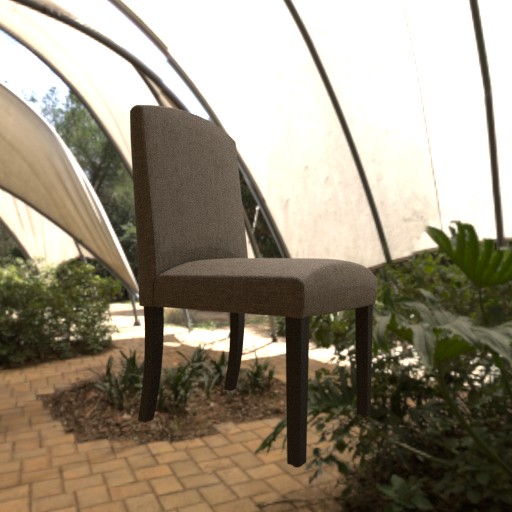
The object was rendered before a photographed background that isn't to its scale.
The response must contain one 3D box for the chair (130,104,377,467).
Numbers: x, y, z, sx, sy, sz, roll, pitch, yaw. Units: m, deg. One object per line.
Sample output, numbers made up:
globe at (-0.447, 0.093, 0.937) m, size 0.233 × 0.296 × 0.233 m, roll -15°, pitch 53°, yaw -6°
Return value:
chair at (0.000, 0.000, 1.263) m, size 0.580 × 0.917 × 0.451 m, roll -1°, pitch -2°, yaw 35°
